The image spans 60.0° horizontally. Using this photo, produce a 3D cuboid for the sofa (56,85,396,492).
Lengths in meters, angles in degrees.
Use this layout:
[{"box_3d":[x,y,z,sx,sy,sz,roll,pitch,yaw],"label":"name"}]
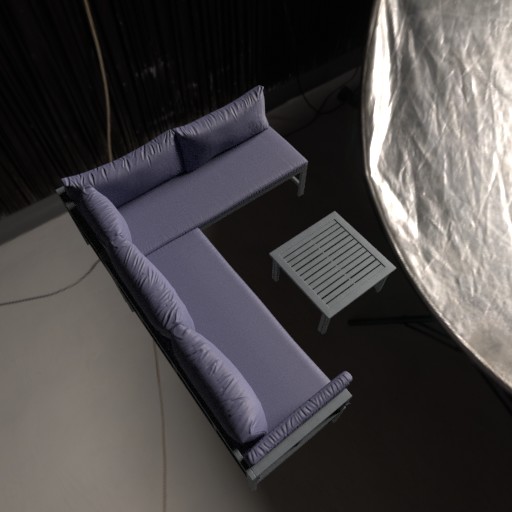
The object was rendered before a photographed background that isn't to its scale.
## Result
[{"box_3d":[0.000,0.000,2.916,1.658,0.762,2.149,-33,63,-19],"label":"sofa"}]
